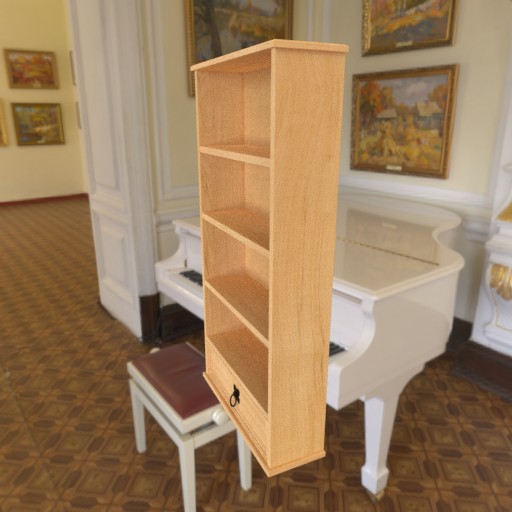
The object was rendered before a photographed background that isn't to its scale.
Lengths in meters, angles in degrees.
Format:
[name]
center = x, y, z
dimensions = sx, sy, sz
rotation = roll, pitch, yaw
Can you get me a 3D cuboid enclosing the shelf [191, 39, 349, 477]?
[shelf]
center = 0.000, 0.000, 1.248
dimensions = 0.175, 1.030, 0.520
rotation = -8, 19, -24
